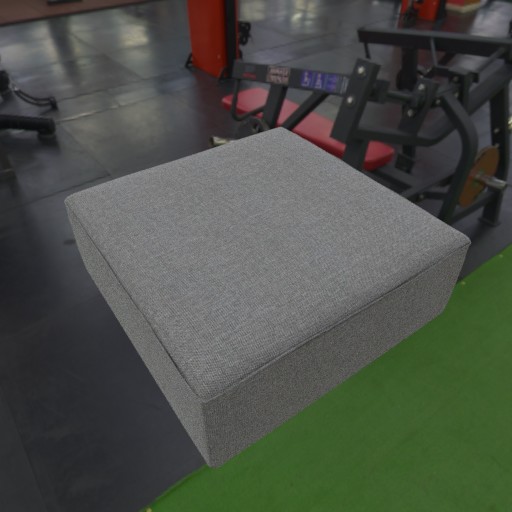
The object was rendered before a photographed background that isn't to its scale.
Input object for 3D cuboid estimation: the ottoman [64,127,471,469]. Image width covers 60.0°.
[{"bbox_3d":[0.000,0.000,1.612,1.023,0.423,1.017,-25,47,-25],"label":"ottoman"}]
